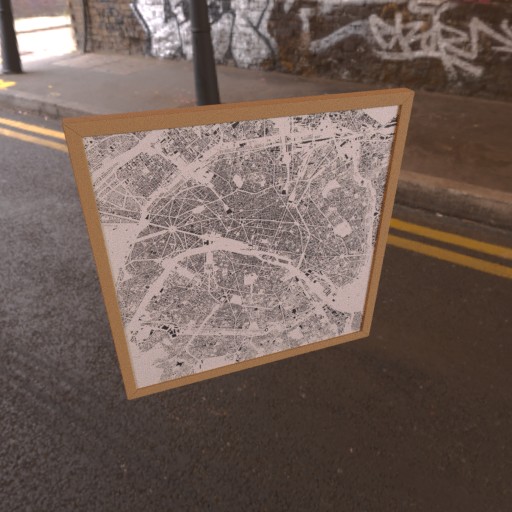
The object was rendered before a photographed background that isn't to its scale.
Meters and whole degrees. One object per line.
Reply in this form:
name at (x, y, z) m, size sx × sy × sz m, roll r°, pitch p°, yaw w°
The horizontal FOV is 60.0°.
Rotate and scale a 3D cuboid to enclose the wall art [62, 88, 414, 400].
wall art at (0.000, 0.000, 1.134) m, size 0.761 × 0.761 × 0.037 m, roll -11°, pitch 35°, yaw -16°
